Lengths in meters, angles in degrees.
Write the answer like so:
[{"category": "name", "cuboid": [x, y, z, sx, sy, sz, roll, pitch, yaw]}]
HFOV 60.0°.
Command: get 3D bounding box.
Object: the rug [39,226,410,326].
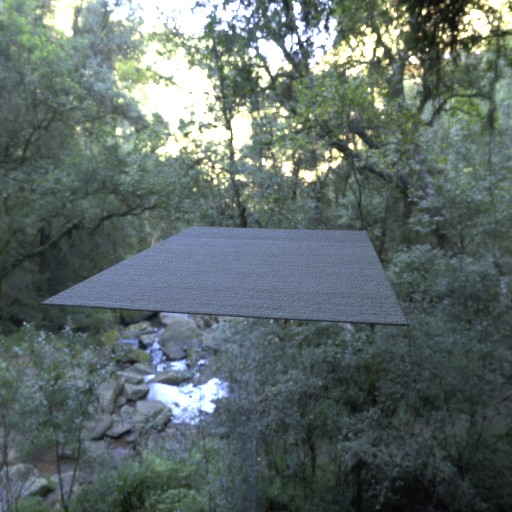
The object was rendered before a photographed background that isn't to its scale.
[{"category": "rug", "cuboid": [0.000, 0.000, 5.128, 2.782, 0.025, 3.935, 2, 13, 9]}]
